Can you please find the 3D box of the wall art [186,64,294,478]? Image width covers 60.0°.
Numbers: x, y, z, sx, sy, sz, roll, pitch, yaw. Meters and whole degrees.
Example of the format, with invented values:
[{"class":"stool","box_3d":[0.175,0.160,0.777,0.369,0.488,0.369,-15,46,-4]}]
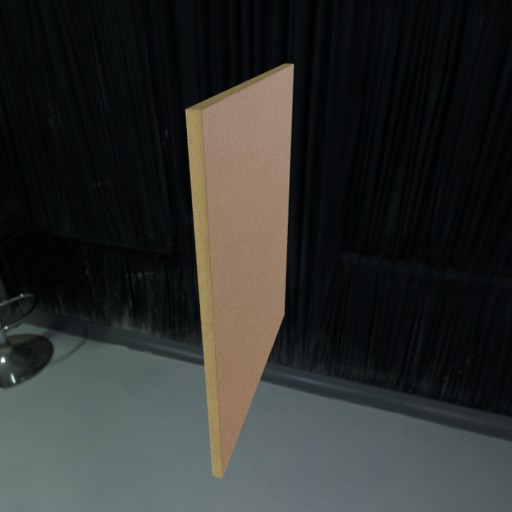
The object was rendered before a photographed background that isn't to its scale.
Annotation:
[{"class":"wall art","box_3d":[0.000,0.000,1.345,0.030,1.002,0.798,8,30,14]}]
